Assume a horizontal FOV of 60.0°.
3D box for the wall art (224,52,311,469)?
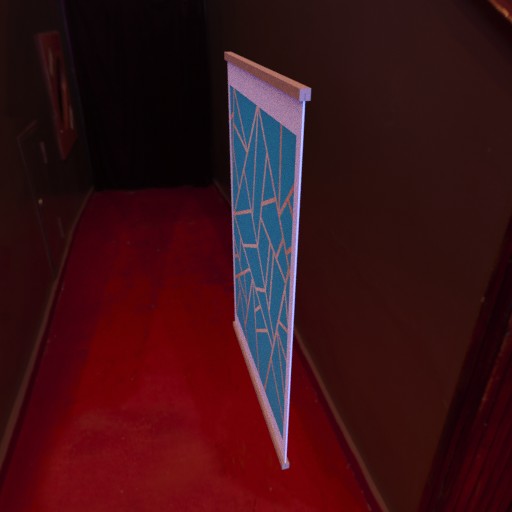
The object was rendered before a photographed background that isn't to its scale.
[{"bbox_3d":[0.000,0.000,1.911,0.030,1.519,0.990,-7,31,-13],"label":"wall art"}]
